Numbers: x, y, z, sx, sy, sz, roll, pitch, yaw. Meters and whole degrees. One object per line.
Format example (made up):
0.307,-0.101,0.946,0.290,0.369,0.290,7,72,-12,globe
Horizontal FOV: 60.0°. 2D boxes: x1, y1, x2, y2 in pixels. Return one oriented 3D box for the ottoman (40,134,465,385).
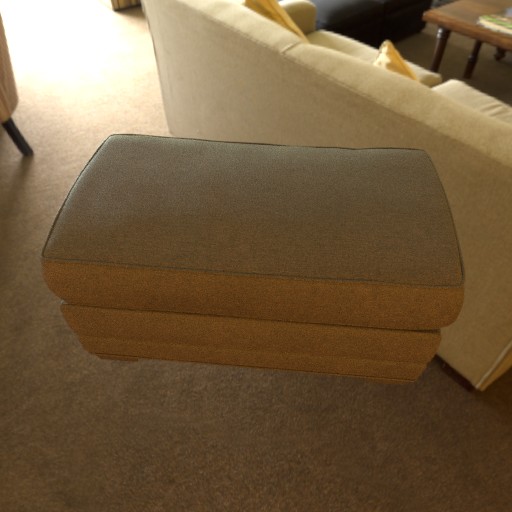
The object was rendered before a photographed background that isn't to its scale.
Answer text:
0.000,0.000,1.136,0.864,0.448,0.490,4,47,4,ottoman
